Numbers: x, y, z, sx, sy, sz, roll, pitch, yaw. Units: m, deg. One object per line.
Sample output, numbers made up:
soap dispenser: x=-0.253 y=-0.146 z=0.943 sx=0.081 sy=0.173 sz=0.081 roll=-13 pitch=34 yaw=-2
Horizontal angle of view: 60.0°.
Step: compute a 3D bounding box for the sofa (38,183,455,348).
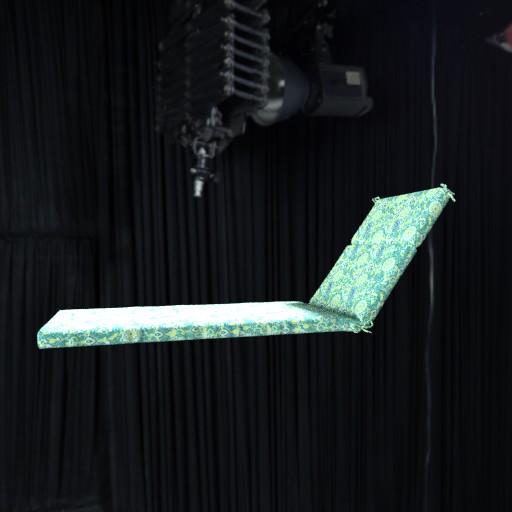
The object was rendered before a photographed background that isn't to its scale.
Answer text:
sofa: x=0.000 y=0.000 z=1.936 sx=1.663 sy=0.622 sz=0.582 roll=0 pitch=1 yaw=-17
